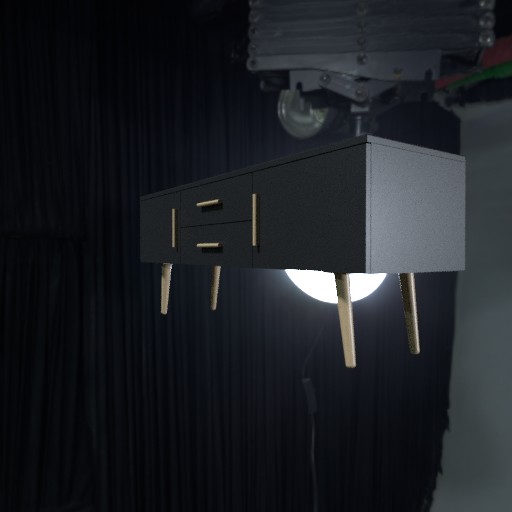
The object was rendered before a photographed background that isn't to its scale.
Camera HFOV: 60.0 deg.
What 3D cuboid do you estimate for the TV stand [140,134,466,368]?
[{"bbox_3d":[0.000,0.000,1.557,0.390,0.518,1.312,0,1,-35],"label":"TV stand"}]
